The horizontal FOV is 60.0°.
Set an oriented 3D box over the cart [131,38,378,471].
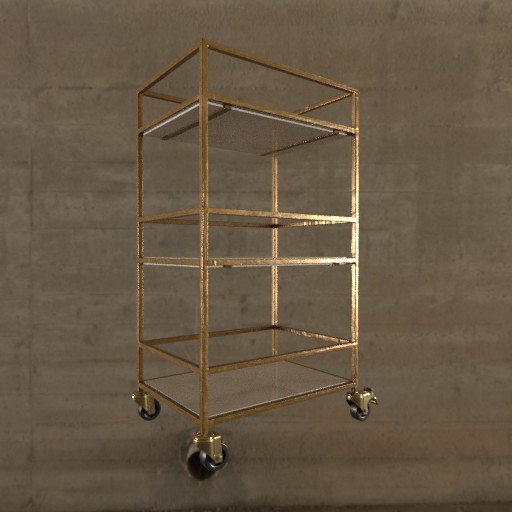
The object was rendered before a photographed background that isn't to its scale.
[{"bbox_3d":[0.000,0.000,1.028,0.483,0.761,0.332,0,1,-36],"label":"cart"}]
